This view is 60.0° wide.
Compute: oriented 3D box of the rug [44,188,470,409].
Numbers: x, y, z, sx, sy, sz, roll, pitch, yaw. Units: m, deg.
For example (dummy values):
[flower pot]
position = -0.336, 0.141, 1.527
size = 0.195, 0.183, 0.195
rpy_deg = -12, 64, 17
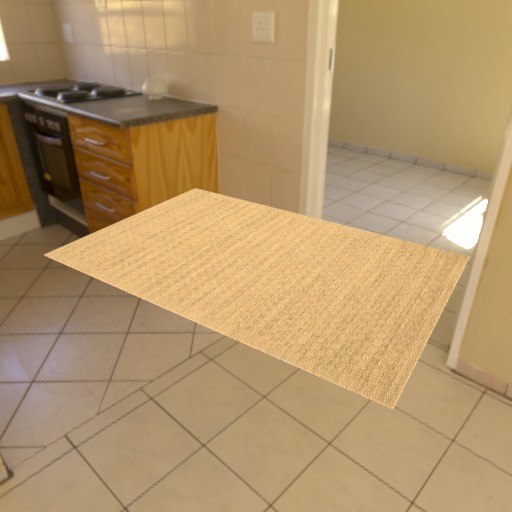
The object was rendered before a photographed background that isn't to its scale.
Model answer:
[rug]
position = 0.000, 0.000, 2.180
size = 1.752, 0.006, 1.142
rpy_deg = 18, 33, 29
